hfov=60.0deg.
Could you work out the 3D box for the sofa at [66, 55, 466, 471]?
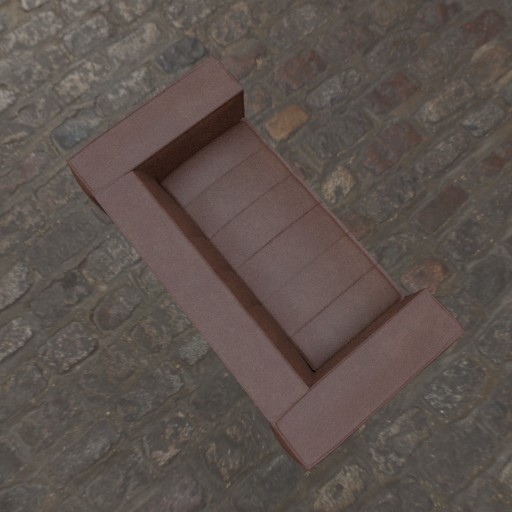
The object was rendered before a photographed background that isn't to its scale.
[{"bbox_3d":[0.000,0.000,2.636,1.102,0.703,2.088,-39,80,-8],"label":"sofa"}]
